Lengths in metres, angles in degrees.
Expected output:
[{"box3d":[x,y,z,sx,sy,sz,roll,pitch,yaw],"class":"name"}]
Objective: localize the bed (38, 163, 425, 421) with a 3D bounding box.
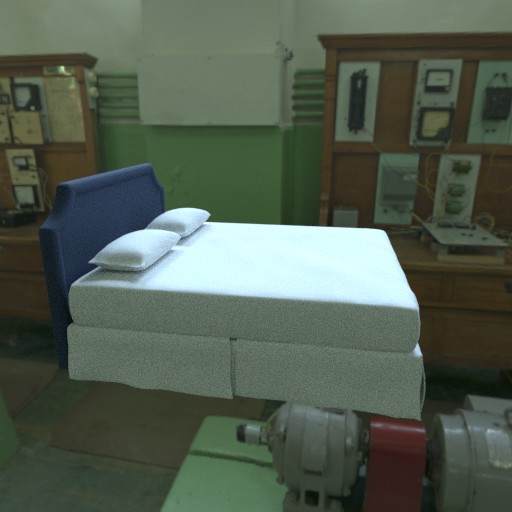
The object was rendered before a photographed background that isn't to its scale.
[{"box3d":[0.000,0.000,4.079,2.773,1.488,2.350,3,18,10],"class":"bed"}]
